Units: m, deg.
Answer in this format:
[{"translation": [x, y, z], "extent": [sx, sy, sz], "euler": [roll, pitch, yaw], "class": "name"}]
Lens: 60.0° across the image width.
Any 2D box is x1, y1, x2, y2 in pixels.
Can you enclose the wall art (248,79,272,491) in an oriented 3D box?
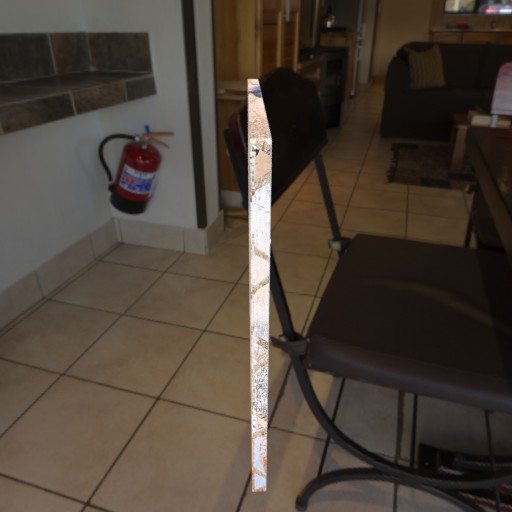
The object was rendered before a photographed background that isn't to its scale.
[{"translation": [0.000, 0.000, 1.345], "extent": [0.039, 0.914, 0.912], "euler": [-1, 27, -1], "class": "wall art"}]
